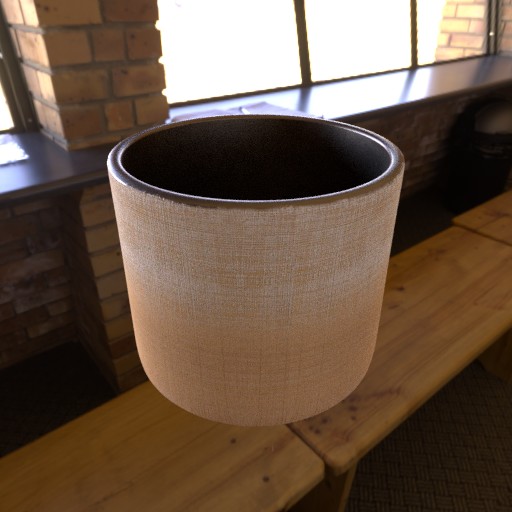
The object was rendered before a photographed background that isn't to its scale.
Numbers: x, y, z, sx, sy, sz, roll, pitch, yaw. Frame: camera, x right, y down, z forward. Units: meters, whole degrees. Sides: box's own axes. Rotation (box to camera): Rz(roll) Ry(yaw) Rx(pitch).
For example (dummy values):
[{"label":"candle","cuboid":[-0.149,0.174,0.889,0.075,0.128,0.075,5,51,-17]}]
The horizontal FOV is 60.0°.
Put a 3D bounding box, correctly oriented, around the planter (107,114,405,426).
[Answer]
[{"label":"planter","cuboid":[0.000,0.000,0.441,0.254,0.221,0.254,0,31,0]}]
